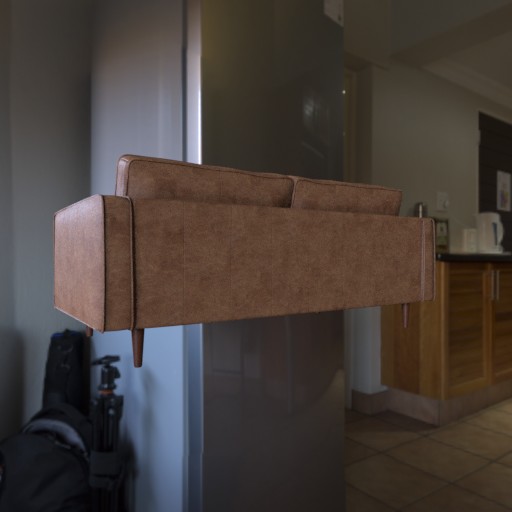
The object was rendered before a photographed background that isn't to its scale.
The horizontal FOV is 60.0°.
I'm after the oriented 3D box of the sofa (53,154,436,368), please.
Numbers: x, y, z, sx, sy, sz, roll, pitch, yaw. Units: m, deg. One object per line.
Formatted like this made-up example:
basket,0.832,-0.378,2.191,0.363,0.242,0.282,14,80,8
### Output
sofa,0.000,0.000,2.408,1.920,0.825,0.924,0,0,-34
